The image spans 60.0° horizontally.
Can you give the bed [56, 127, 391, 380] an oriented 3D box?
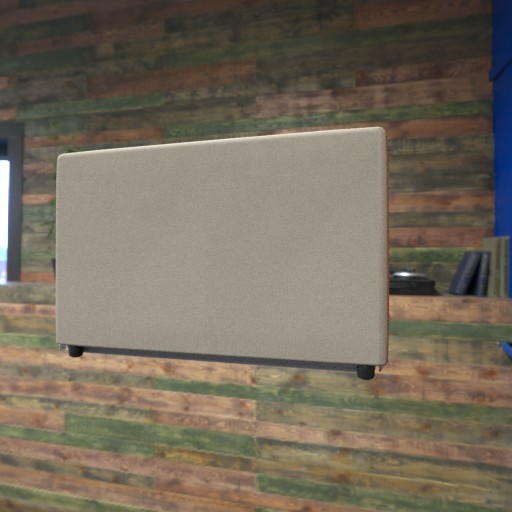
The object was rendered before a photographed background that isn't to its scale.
[{"bbox_3d":[0.000,0.000,3.632,2.119,1.317,2.319,0,-1,17],"label":"bed"}]
